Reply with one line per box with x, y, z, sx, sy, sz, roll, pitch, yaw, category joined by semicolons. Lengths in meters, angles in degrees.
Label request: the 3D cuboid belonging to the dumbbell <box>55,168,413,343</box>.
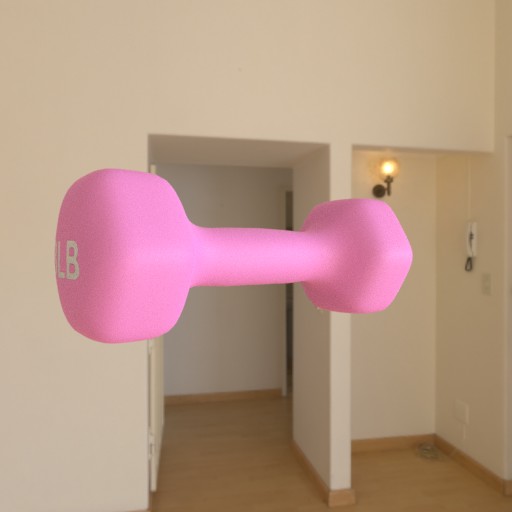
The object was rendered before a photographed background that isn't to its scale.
0.000;0.000;0.193;0.159;0.058;0.064;0;0;-37;dumbbell
